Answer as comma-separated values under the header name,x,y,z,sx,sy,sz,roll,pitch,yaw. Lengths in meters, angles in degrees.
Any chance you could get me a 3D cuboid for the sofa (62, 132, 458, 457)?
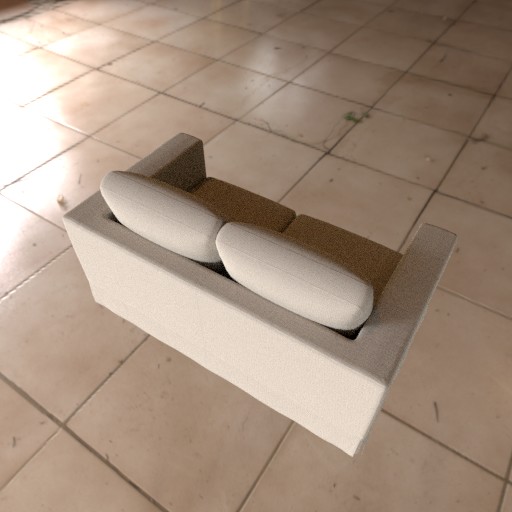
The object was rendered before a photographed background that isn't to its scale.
name,x,y,z,sx,sy,sz,roll,pitch,yaw
sofa,0.000,0.000,2.414,1.813,0.932,1.009,25,52,22
